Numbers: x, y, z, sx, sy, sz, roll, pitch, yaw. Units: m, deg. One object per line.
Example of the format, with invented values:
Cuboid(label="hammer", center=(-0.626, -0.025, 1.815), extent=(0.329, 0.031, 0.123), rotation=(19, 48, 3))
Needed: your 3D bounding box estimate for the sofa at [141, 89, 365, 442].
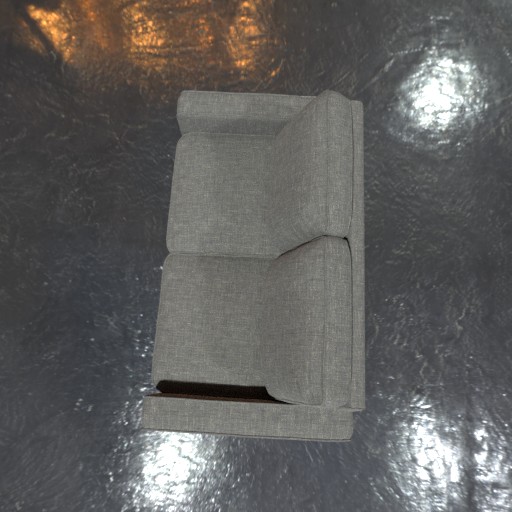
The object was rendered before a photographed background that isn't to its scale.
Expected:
Cuboid(label="sofa", center=(0.000, 0.000, 2.262), extent=(0.947, 0.918, 1.709), rotation=(3, 75, 1))
